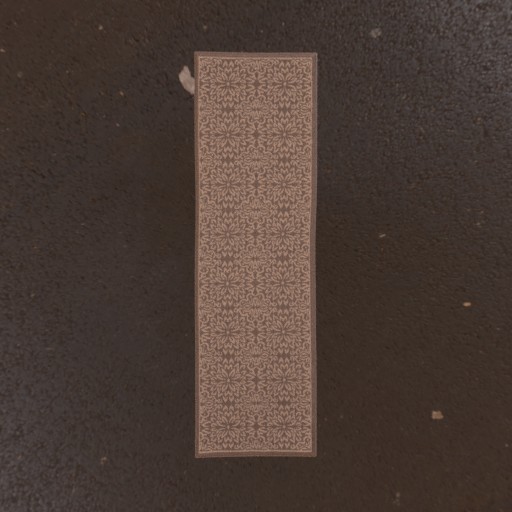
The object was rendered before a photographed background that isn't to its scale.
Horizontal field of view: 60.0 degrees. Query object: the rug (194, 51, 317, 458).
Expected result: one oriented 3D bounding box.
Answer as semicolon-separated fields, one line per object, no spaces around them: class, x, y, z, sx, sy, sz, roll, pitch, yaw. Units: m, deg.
rug;0.000;0.000;2.402;0.662;0.011;2.196;0;91;-1
